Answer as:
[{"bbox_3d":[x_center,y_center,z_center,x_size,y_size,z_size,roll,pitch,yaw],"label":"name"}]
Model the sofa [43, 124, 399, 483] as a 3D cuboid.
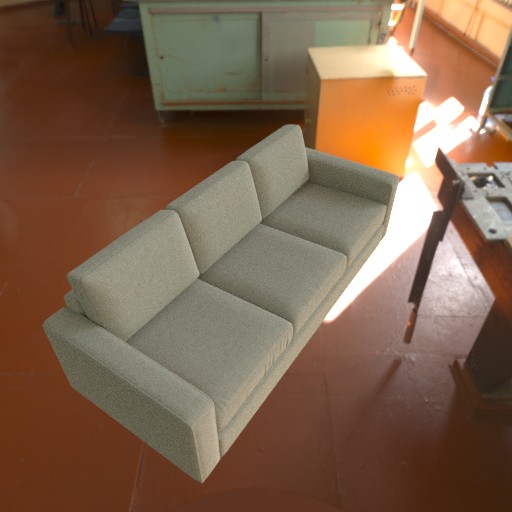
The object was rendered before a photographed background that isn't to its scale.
[{"bbox_3d":[0.000,0.000,2.571,0.900,0.800,2.160,24,46,25],"label":"sofa"}]
